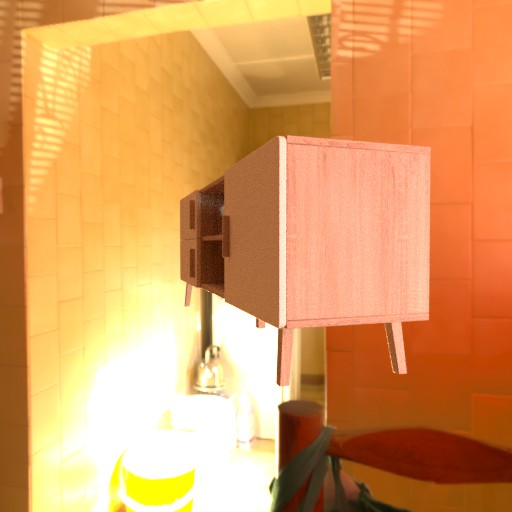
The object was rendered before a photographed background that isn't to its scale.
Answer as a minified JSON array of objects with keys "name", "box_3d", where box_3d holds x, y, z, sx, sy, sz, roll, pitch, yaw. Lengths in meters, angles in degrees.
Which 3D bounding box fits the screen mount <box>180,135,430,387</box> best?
[{"name":"screen mount","box_3d":[0.000,0.000,1.748,0.420,0.570,1.500,0,1,-18]}]
